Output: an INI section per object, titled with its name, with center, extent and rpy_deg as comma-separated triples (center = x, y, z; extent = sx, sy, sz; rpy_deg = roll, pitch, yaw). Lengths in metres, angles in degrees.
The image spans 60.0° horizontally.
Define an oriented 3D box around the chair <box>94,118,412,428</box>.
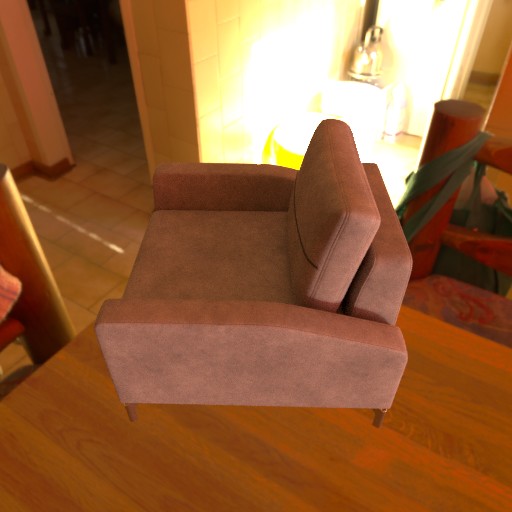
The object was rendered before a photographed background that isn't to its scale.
[chair]
center = 0.000, 0.000, 1.602
extent = 0.900, 0.800, 0.900
rpy_deg = 1, 41, 1
